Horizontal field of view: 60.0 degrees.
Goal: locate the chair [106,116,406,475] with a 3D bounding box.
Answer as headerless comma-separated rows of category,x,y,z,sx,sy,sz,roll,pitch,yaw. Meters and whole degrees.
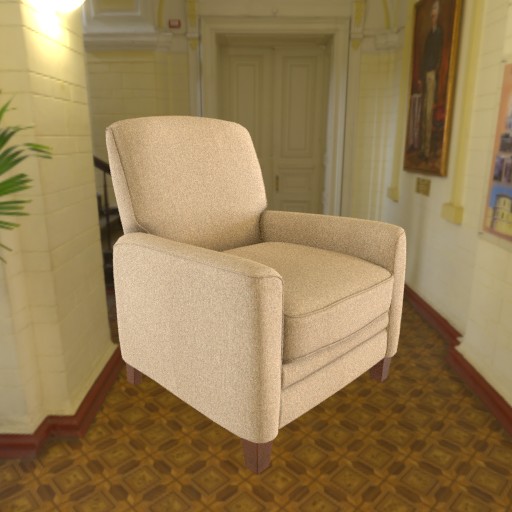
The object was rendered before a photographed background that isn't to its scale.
chair,0.000,0.000,1.640,0.864,1.014,0.848,14,21,43
